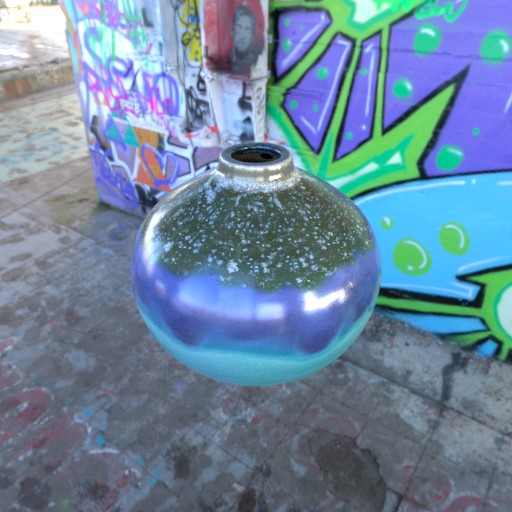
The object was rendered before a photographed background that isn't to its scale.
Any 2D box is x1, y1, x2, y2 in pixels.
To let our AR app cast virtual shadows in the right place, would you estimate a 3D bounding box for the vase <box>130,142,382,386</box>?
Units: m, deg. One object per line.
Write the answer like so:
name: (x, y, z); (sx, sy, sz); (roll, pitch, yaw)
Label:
vase: (0.000, 0.000, 0.277); (0.154, 0.133, 0.154); (0, 33, 0)
